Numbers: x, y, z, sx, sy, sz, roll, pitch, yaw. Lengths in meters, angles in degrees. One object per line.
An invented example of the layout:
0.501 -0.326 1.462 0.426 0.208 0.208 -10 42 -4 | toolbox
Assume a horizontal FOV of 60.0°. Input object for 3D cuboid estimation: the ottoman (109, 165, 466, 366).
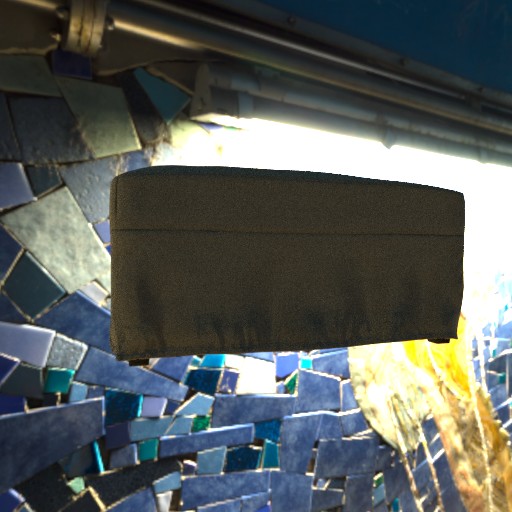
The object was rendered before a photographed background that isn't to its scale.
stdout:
0.000 0.000 1.341 0.843 0.436 0.840 0 0 -18 | ottoman
